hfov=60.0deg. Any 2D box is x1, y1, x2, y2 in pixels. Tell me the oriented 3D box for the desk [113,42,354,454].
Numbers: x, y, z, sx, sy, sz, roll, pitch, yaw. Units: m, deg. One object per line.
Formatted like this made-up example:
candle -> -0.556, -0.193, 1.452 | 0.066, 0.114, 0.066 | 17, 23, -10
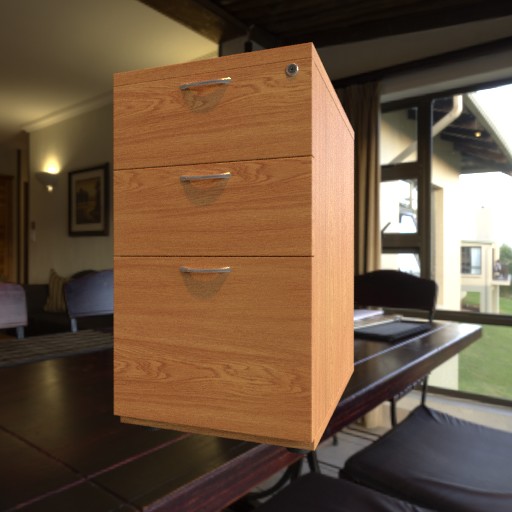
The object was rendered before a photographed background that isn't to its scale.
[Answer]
desk -> 0.000, 0.000, 1.094 | 0.404, 0.730, 0.600 | 0, 0, 19
